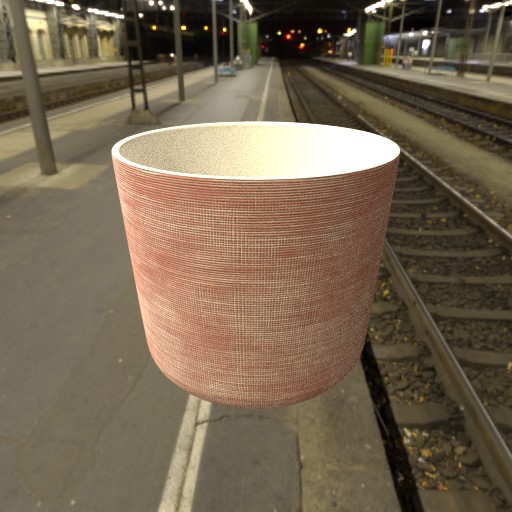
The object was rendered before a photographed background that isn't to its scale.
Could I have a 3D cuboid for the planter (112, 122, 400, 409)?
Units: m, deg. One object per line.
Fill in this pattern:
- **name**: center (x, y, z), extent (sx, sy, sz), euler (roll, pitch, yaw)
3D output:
- **planter**: center (0.000, 0.000, 0.787), extent (0.440, 0.398, 0.440), euler (0, 25, 0)
